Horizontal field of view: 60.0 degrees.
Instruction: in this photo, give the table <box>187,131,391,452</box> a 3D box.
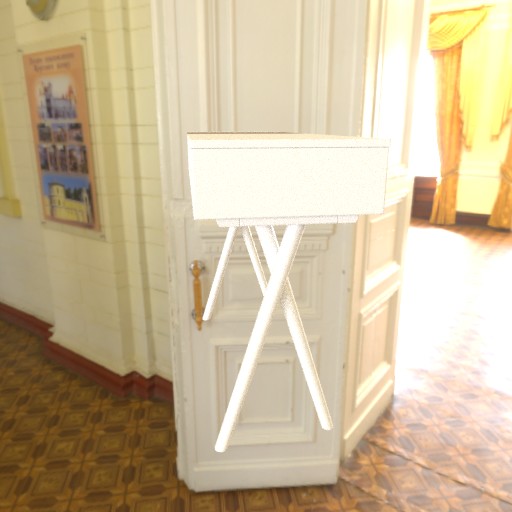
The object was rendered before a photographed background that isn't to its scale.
[{"bbox_3d":[0.000,0.000,1.478,0.418,0.785,1.066,-3,17,-8],"label":"table"}]
